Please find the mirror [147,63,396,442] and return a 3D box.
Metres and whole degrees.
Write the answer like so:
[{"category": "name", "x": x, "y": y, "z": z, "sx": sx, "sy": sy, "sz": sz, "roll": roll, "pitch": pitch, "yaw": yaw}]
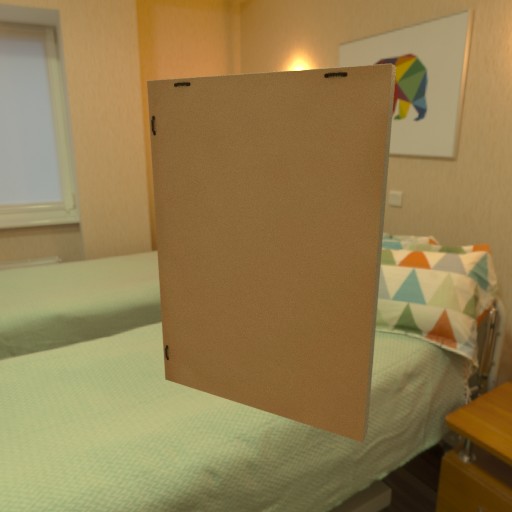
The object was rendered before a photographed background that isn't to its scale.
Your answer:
[{"category": "mirror", "x": 0.000, "y": 0.000, "z": 0.929, "sx": 0.507, "sy": 0.710, "sz": 0.039, "roll": 8, "pitch": 17, "yaw": 27}]
